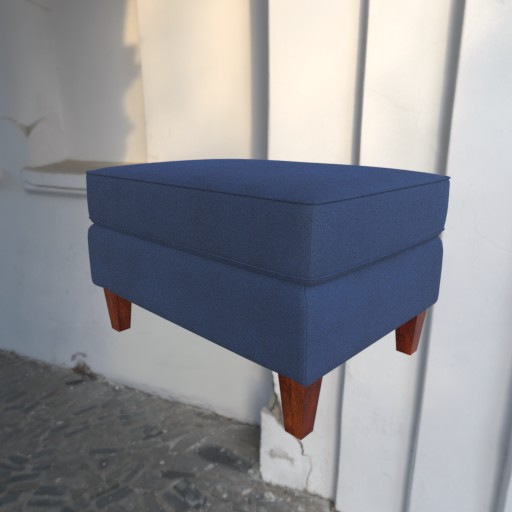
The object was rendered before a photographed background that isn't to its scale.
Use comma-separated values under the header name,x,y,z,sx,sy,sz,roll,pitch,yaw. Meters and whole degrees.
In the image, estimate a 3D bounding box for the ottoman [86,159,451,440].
name,x,y,z,sx,sy,sz,roll,pitch,yaw
ottoman,0.000,0.000,1.424,0.965,0.584,0.686,15,22,42
